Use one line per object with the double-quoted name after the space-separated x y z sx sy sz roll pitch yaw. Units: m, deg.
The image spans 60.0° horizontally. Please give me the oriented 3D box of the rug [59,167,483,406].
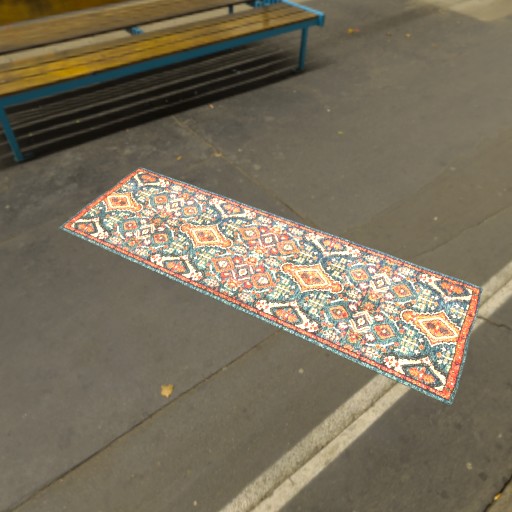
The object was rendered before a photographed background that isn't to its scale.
0.000 0.000 2.644 2.459 0.010 0.801 22 49 21 "rug"
